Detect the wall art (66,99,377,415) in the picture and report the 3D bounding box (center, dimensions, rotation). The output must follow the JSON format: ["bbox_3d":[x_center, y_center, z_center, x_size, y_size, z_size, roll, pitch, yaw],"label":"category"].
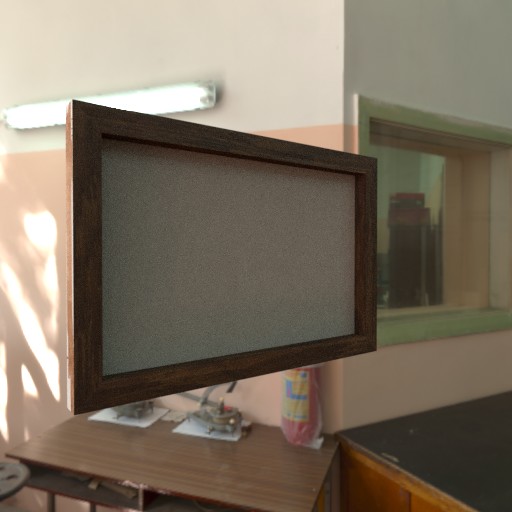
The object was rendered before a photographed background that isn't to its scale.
[{"bbox_3d":[0.000,0.000,0.763,0.609,0.405,0.035,-1,1,-37],"label":"wall art"}]
